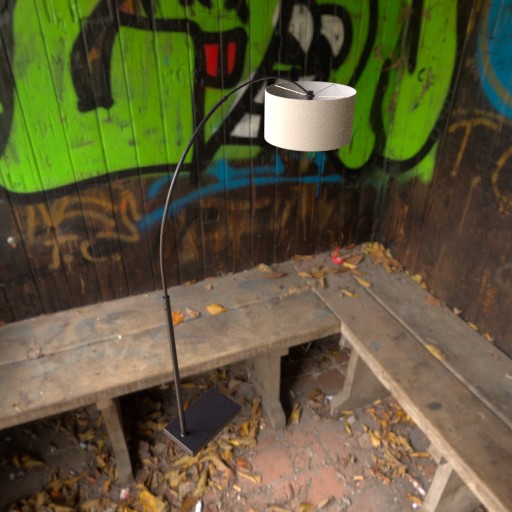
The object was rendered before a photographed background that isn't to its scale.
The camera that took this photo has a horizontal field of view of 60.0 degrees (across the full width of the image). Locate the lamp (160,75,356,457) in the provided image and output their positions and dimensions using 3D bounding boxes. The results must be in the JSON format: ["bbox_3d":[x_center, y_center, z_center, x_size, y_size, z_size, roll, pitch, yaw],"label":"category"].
[{"bbox_3d":[0.000,0.000,2.553,0.493,1.927,1.424,24,39,33],"label":"lamp"}]
